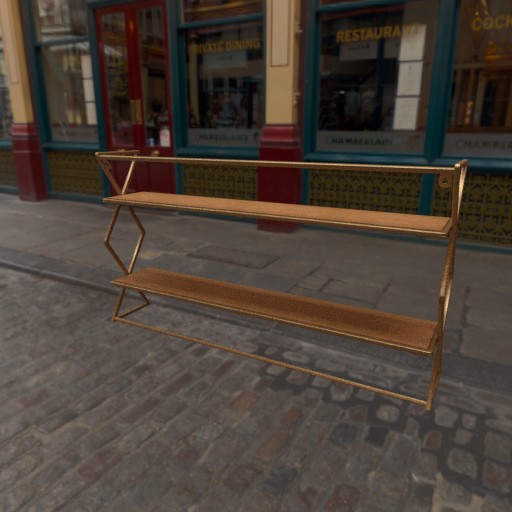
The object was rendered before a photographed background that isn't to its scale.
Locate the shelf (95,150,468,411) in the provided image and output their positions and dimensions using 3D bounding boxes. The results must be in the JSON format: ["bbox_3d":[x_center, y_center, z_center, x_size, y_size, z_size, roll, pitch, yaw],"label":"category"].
[{"bbox_3d":[0.000,0.000,1.015,0.822,0.450,0.150,9,18,28],"label":"shelf"}]
